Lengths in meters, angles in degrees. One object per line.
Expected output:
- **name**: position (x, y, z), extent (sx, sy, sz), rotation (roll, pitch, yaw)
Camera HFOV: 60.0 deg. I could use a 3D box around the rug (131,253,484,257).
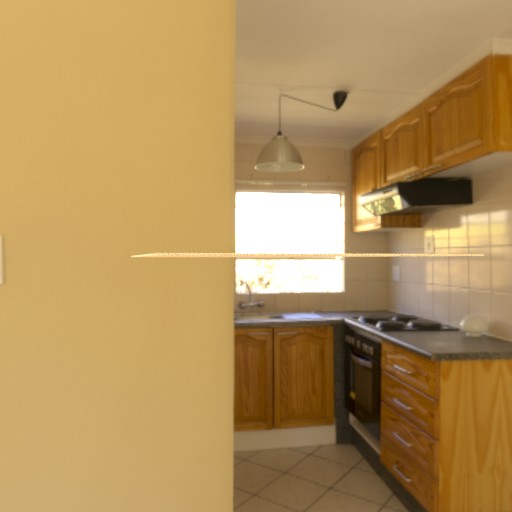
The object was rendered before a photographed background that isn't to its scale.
- **rug**: position (0.000, 0.000, 2.237), extent (1.142, 0.006, 1.752), rotation (0, 0, -18)
